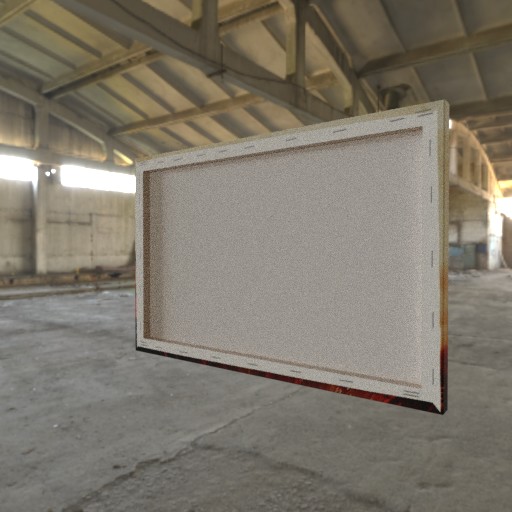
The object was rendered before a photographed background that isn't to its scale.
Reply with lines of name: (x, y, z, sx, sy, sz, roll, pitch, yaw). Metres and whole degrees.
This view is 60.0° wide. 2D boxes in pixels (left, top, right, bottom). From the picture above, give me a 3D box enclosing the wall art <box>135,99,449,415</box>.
wall art: (0.000, 0.000, 1.131, 0.918, 0.602, 0.038, 1, 1, 37)
